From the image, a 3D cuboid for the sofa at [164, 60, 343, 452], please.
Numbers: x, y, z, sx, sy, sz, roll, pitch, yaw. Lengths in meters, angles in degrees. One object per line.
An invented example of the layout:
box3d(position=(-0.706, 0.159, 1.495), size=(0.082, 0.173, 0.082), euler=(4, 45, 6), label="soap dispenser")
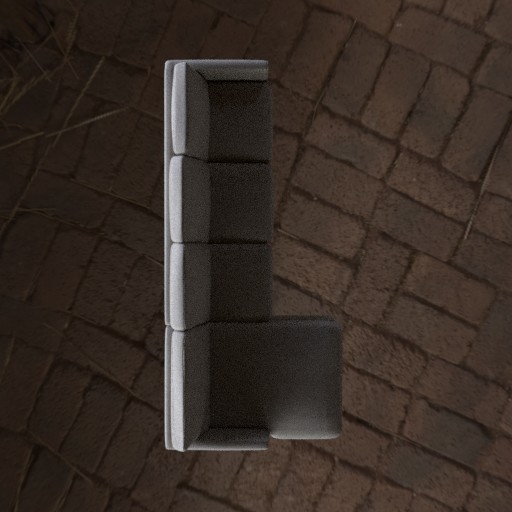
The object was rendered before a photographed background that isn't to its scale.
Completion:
box3d(position=(0.000, 0.000, 3.830), size=(1.502, 0.876, 3.201), euler=(0, 90, 0), label="sofa")
